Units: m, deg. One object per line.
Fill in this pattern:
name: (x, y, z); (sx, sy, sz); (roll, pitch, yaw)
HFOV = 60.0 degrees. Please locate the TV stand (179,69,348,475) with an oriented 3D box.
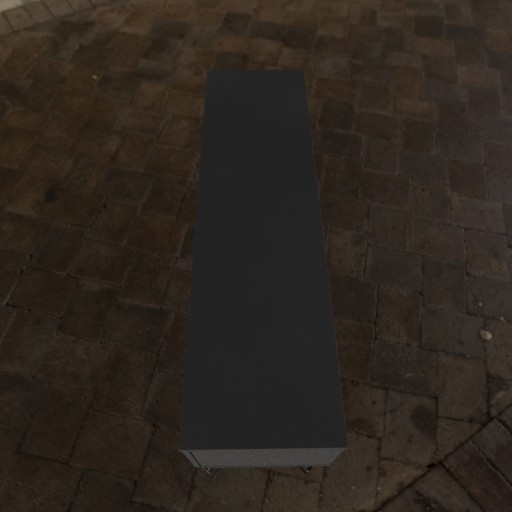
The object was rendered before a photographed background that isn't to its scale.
TV stand: (0.000, 0.000, 1.619); (0.400, 0.560, 1.400); (-1, 57, 0)
